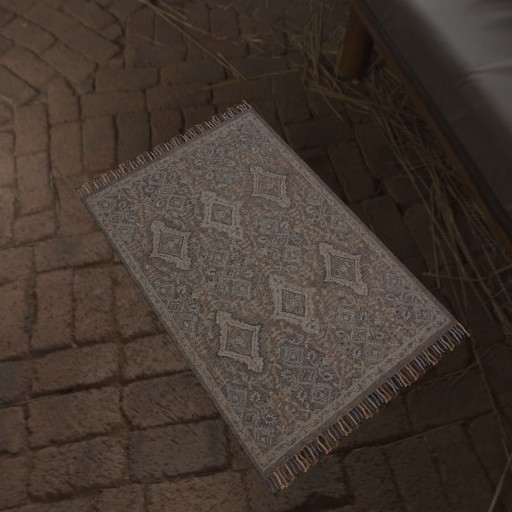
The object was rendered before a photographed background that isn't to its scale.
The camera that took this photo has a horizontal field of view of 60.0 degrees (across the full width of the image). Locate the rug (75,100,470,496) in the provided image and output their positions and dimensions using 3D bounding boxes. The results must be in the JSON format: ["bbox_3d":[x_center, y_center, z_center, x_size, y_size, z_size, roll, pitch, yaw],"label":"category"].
[{"bbox_3d":[0.000,0.000,2.984,1.516,0.010,2.434,-33,68,-15],"label":"rug"}]
